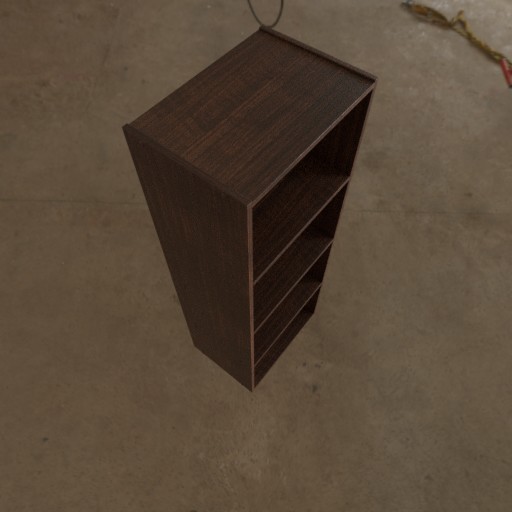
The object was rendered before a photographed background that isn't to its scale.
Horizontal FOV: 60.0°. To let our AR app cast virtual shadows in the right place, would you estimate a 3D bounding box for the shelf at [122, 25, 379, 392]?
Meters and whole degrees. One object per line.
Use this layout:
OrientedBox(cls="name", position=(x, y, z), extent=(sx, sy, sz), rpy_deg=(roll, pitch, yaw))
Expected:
OrientedBox(cls="shelf", position=(0.000, 0.000, 1.297), extent=(0.290, 1.099, 0.415), rpy_deg=(34, 64, 19))
